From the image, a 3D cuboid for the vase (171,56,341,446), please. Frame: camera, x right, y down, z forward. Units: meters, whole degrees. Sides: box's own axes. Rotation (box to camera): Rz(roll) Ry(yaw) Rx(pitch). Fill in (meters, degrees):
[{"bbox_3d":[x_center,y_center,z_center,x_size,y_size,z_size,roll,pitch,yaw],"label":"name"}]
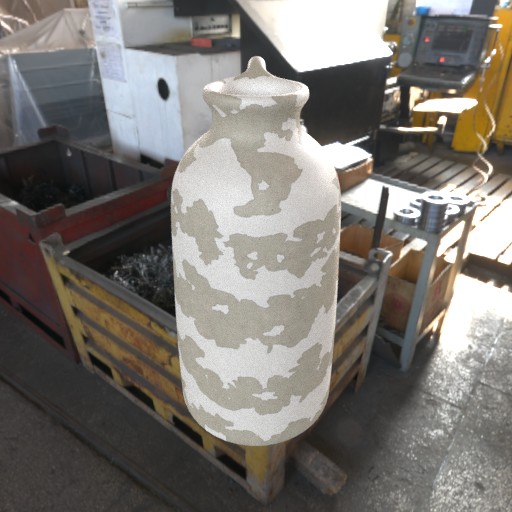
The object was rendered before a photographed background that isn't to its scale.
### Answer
[{"bbox_3d":[0.000,0.000,0.481,0.186,0.382,0.203,0,31,1],"label":"vase"}]
